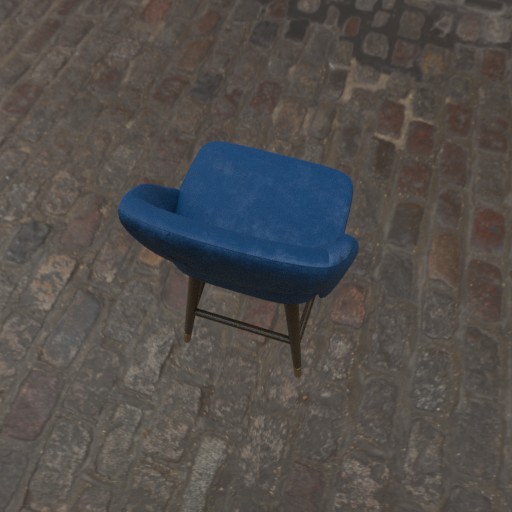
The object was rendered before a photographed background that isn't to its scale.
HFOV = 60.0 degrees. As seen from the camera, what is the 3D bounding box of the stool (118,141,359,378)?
[{"bbox_3d":[0.000,0.000,1.305,0.514,1.016,0.515,16,65,8],"label":"stool"}]
